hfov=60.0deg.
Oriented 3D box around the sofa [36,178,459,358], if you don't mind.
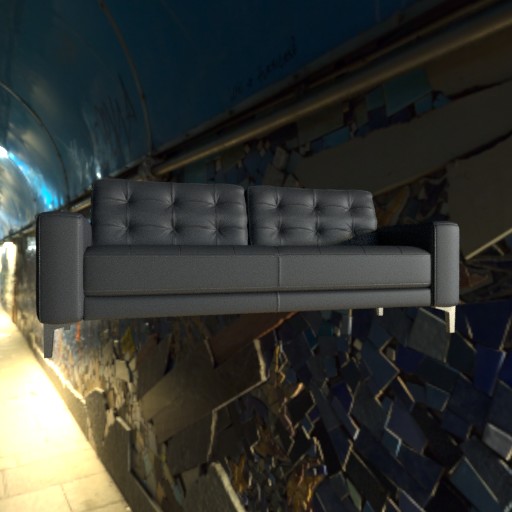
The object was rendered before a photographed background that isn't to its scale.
[{"bbox_3d":[0.000,0.000,2.640,2.275,0.893,0.833,0,0,-17],"label":"sofa"}]
